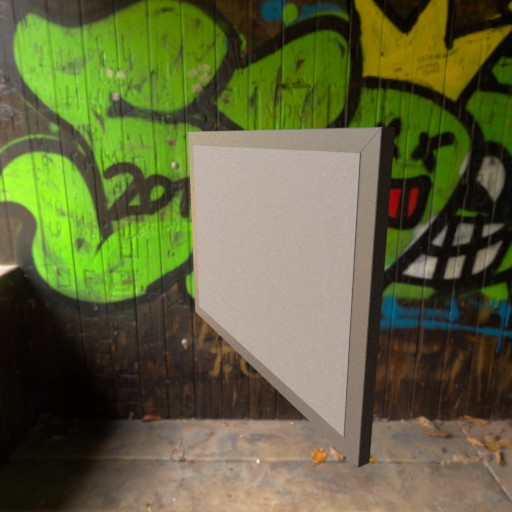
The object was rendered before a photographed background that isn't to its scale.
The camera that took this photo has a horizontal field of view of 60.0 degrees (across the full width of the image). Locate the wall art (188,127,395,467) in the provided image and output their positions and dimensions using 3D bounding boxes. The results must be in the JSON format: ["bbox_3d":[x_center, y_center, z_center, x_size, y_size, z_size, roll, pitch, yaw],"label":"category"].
[{"bbox_3d":[0.000,0.000,0.562,0.016,0.306,0.432,-8,17,-27],"label":"wall art"}]
